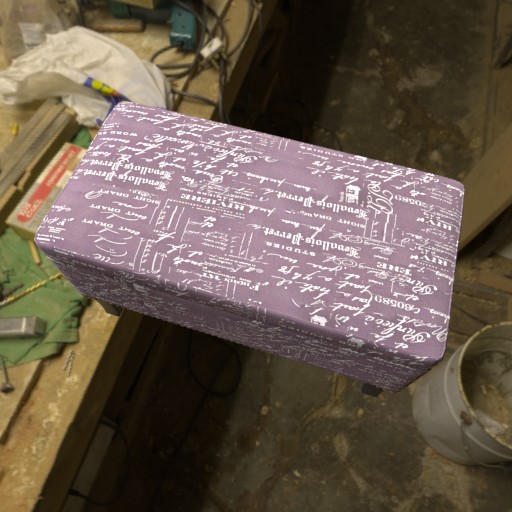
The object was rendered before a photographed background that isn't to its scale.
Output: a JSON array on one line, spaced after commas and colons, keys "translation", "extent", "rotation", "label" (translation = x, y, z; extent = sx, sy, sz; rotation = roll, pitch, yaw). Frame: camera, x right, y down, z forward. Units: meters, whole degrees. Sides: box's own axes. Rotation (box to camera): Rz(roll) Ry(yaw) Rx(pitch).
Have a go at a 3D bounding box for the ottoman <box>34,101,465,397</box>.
[{"translation": [0.000, 0.000, 1.068], "extent": [0.813, 0.457, 0.406], "rotation": [16, 64, 8], "label": "ottoman"}]
